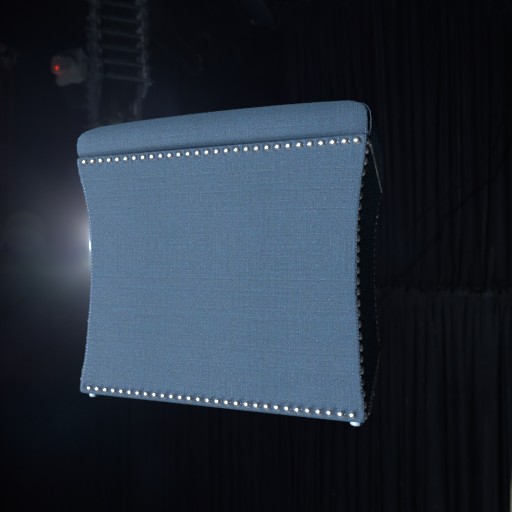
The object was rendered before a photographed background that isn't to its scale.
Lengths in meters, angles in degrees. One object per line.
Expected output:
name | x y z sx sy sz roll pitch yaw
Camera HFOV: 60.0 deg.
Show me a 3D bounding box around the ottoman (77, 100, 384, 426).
ottoman | 0.000 0.000 0.893 0.497 0.475 0.507 0 -1 18
